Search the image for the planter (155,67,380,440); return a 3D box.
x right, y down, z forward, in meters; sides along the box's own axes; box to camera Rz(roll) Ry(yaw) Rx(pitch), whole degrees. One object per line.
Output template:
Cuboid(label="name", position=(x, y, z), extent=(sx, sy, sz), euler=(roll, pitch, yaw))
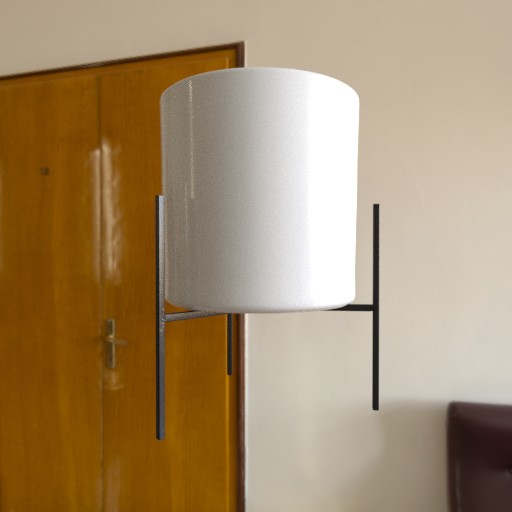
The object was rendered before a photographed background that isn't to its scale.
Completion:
Cuboid(label="planter", position=(0.000, 0.000, 0.652), extent=(0.307, 0.431, 0.308), euler=(0, 1, -19))
